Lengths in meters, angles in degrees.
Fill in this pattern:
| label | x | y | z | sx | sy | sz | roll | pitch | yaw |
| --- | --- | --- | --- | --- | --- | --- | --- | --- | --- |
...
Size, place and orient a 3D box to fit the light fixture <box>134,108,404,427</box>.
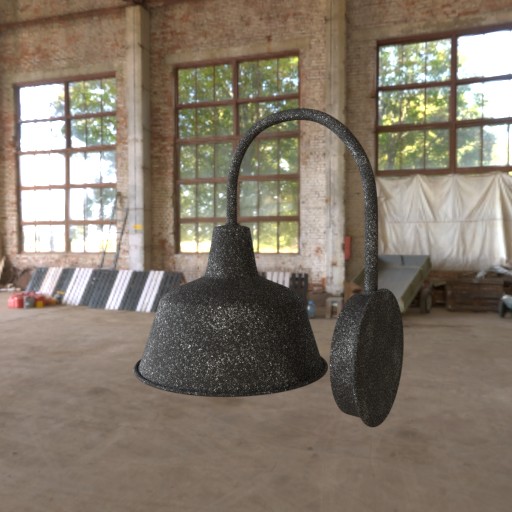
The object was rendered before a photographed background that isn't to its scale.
| label | x | y | z | sx | sy | sz | roll | pitch | yaw |
| --- | --- | --- | --- | --- | --- | --- | --- | --- | --- |
| light fixture | 0.000 | 0.000 | 0.481 | 0.283 | 0.300 | 0.216 | 1 | 2 | 36 |
